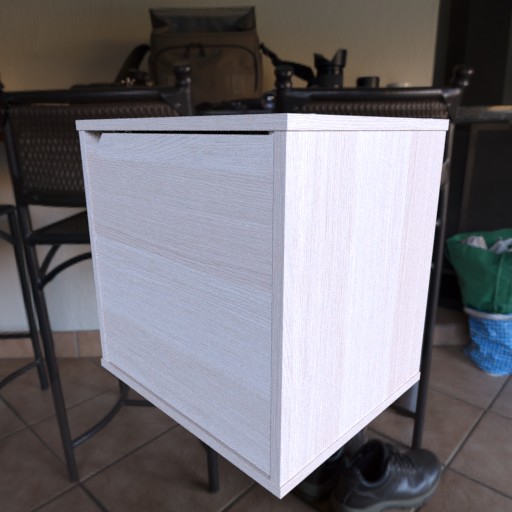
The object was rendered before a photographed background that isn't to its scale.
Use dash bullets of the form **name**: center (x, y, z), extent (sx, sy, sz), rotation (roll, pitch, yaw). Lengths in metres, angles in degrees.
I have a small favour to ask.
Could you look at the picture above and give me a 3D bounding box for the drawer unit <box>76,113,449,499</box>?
- **drawer unit**: center (0.000, 0.000, 0.584), extent (0.349, 0.344, 0.290), rotation (15, 22, 42)
